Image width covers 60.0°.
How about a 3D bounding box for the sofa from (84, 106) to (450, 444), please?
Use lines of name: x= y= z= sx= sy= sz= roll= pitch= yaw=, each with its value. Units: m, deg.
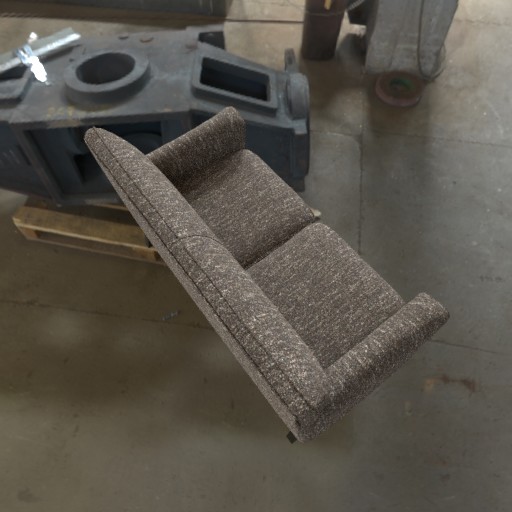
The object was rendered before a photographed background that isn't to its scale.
sofa: x=0.000 y=0.000 z=2.061 sx=0.801 sy=0.946 sz=1.519 roll=-32 pitch=64 yaw=-18
